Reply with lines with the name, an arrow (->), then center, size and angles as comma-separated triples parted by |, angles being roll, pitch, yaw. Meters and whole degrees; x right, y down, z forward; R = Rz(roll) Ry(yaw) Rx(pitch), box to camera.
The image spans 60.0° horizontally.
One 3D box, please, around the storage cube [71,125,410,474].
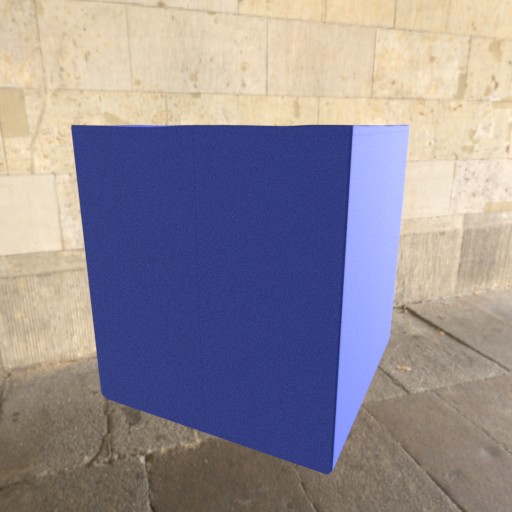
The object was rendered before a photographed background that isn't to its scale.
storage cube -> 0.000, 0.000, 0.493 | 0.270, 0.280, 0.270 | 8, 18, 25
